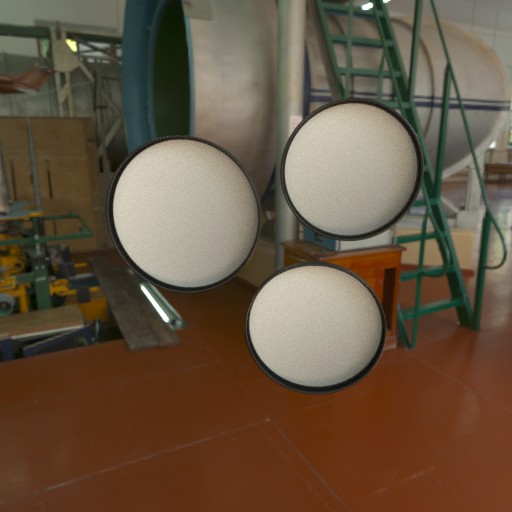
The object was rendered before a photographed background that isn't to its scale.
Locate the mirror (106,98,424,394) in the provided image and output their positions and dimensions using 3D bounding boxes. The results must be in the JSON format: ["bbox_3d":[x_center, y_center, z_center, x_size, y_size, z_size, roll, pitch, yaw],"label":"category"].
[{"bbox_3d":[0.000,0.000,3.140,2.160,2.096,0.076,2,15,7],"label":"mirror"}]
